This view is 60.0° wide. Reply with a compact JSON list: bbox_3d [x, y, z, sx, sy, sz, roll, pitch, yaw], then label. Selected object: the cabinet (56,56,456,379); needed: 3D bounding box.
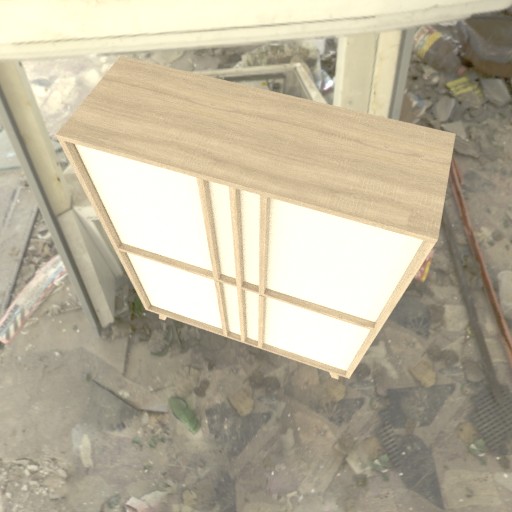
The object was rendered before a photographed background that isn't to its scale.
[{"bbox_3d":[0.000,0.000,1.899,1.111,1.388,0.398,17,60,10],"label":"cabinet"}]
